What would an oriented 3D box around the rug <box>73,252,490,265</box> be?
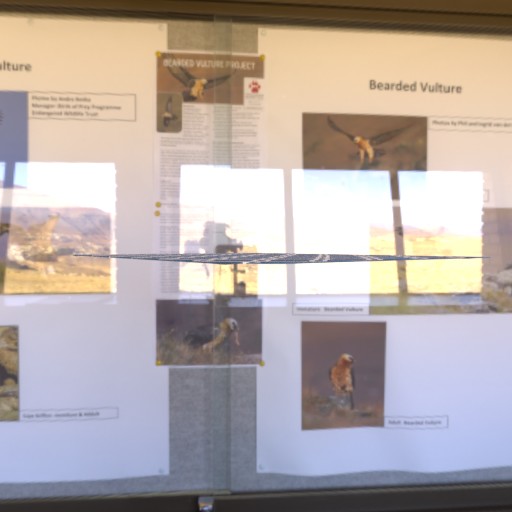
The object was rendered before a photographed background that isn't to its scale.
[{"bbox_3d":[0.000,0.000,3.785,2.277,0.020,2.867,-1,1,-37],"label":"rug"}]
